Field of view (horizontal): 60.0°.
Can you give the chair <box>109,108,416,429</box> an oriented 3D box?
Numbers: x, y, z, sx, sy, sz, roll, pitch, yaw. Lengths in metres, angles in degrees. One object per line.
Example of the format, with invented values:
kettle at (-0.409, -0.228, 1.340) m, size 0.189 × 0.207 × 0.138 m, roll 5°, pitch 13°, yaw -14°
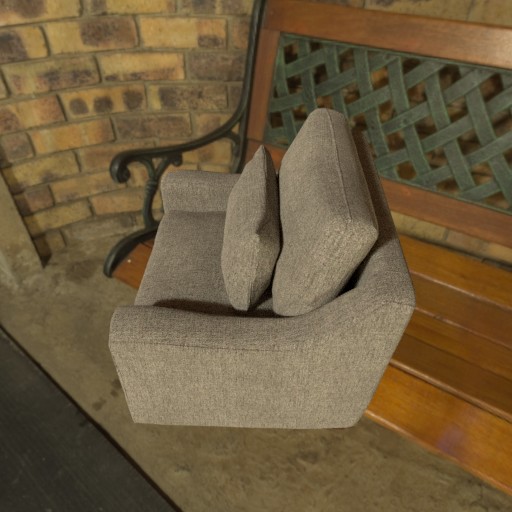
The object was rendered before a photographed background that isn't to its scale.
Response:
chair at (0.000, 0.000, 1.946) m, size 1.009 × 1.037 × 1.138 m, roll 1°, pitch 42°, yaw 1°
